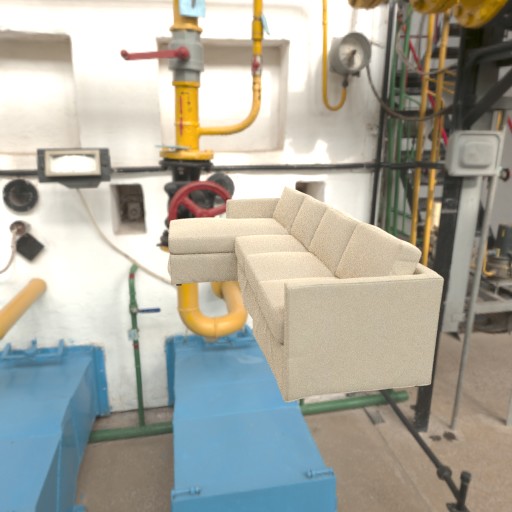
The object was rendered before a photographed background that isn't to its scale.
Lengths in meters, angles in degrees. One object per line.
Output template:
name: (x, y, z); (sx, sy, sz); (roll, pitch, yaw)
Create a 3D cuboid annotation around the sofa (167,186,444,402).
sofa: (0.000, 0.000, 3.973); (1.650, 0.922, 3.205); (-3, 16, -9)
